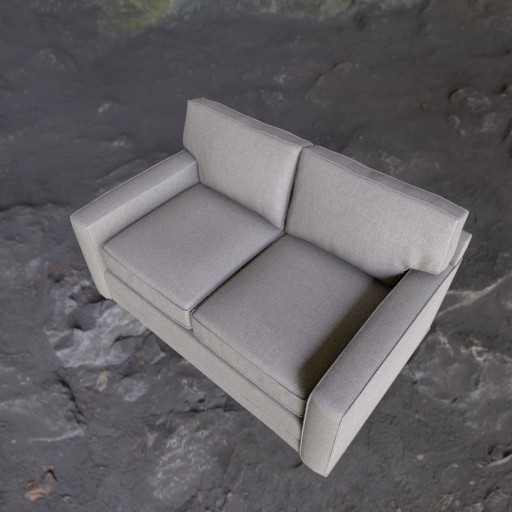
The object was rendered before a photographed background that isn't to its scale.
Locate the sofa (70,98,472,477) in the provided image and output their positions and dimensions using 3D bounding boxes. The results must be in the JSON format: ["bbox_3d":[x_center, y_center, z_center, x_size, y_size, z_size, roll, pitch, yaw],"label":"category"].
[{"bbox_3d":[0.000,0.000,2.018,1.484,0.853,0.940,31,53,27],"label":"sofa"}]
